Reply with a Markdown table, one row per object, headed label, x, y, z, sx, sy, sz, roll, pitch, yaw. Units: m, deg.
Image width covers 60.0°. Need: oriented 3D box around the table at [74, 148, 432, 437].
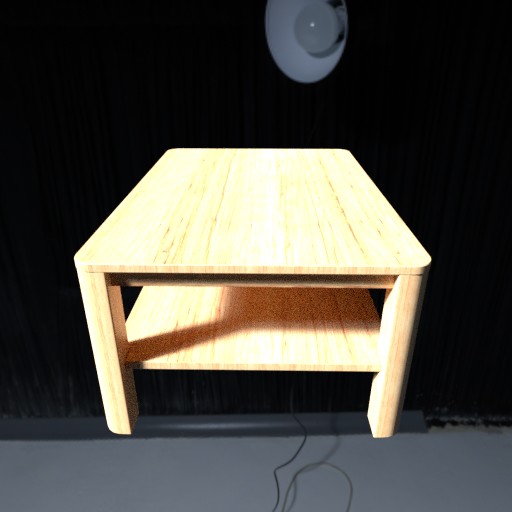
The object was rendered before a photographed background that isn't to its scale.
| label | x | y | z | sx | sy | sz | roll | pitch | yaw |
| --- | --- | --- | --- | --- | --- | --- | --- | --- | --- |
| table | 0.000 | 0.000 | 1.375 | 0.696 | 0.445 | 0.997 | 0 | 26 | 1 |
